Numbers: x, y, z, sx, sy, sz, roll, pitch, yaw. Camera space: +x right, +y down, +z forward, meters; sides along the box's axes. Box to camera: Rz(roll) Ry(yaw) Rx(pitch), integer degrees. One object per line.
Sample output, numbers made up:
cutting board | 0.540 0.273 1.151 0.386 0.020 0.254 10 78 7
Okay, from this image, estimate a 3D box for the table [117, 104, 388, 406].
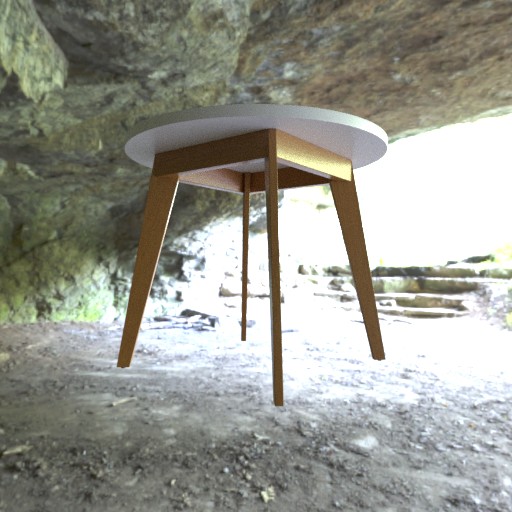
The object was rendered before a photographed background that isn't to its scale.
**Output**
table | 0.000 0.000 1.567 0.896 0.762 0.896 0 -1 0
